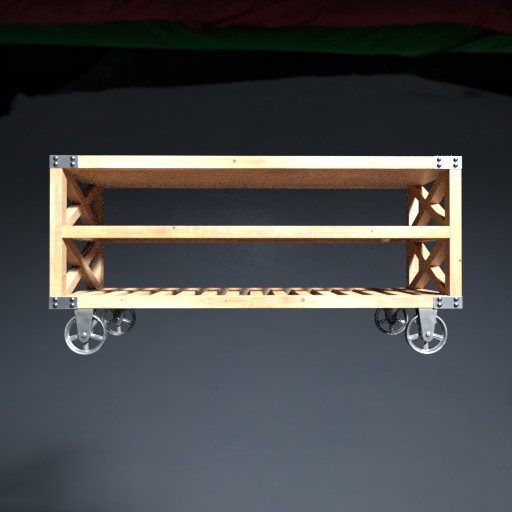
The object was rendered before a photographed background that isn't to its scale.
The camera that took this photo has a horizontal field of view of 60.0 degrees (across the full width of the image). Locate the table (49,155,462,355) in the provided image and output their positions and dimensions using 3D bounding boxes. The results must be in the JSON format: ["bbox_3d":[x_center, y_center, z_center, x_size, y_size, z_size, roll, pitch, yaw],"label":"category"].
[{"bbox_3d":[0.000,0.000,1.807,1.487,0.711,0.467,0,0,-1],"label":"table"}]
